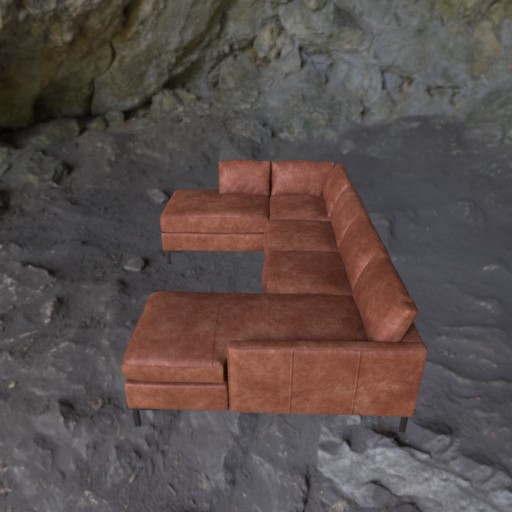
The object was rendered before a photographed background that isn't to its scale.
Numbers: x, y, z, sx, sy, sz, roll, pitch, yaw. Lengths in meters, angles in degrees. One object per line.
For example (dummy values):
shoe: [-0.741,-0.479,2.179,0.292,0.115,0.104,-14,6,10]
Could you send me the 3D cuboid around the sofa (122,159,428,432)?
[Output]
sofa: [0.000,0.000,3.782,1.939,0.900,2.956,1,28,1]
